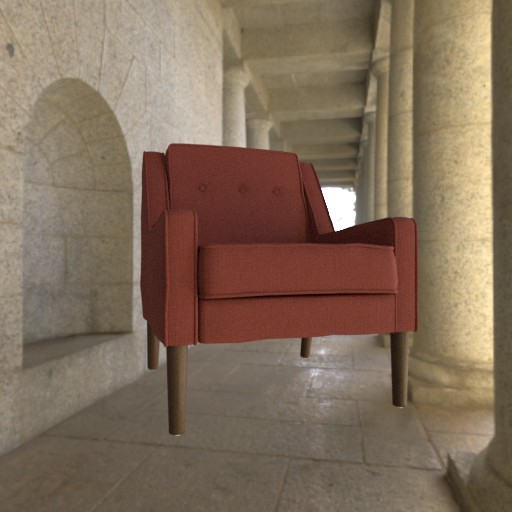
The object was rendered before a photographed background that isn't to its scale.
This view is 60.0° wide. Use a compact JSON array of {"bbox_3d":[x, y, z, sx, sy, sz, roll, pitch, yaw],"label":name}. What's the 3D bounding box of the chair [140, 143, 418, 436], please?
[{"bbox_3d":[0.000,0.000,1.399,0.680,0.812,0.770,0,0,-18],"label":"chair"}]
